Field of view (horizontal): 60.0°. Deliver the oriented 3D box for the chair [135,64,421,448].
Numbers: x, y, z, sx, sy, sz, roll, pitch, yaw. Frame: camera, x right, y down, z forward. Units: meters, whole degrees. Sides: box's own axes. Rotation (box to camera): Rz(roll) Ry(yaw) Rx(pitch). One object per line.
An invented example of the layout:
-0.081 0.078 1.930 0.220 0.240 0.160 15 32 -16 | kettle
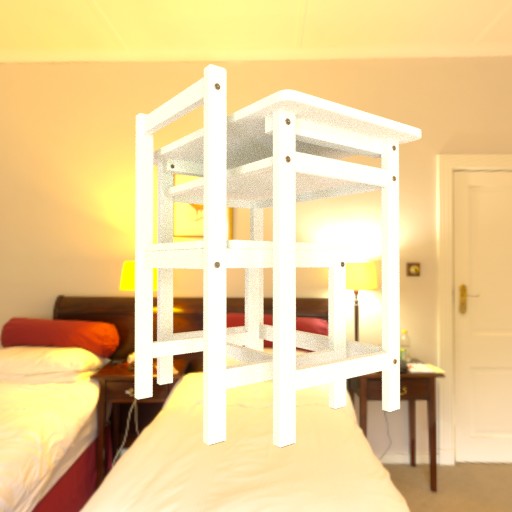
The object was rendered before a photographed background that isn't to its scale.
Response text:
0.000 0.000 1.053 0.461 0.673 0.599 1 -1 -37 | chair
